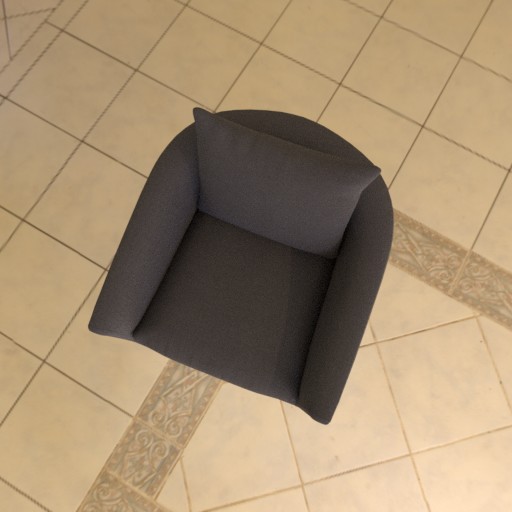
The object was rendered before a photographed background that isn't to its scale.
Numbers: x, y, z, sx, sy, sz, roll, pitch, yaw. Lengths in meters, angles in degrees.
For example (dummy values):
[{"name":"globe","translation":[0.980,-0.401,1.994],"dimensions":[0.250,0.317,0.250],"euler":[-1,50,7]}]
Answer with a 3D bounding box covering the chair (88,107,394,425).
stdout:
[{"name":"chair","translation":[0.000,0.000,1.625],"dimensions":[0.845,0.848,0.910],"euler":[20,77,5]}]
